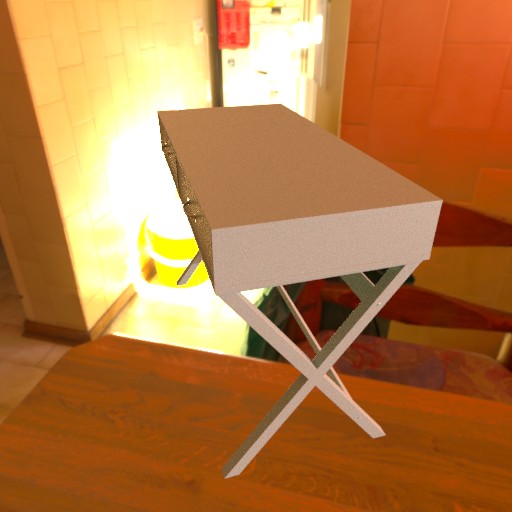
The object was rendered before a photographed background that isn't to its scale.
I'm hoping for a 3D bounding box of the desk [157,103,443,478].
[{"bbox_3d":[0.000,0.000,1.519,0.525,0.780,1.057,-8,31,-14],"label":"desk"}]
